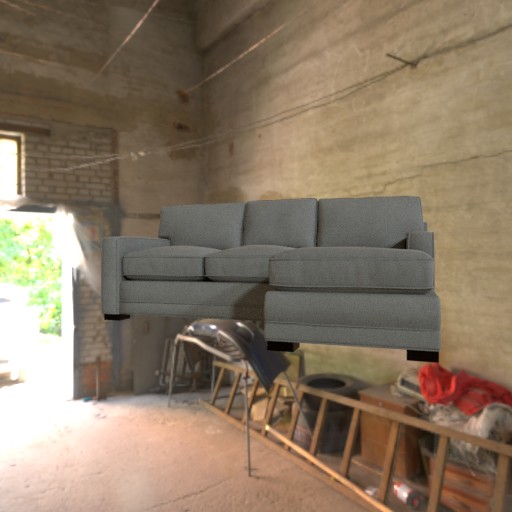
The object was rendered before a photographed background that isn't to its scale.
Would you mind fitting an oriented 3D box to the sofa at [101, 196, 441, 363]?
[{"bbox_3d":[0.000,0.000,2.799,2.087,0.861,1.496,0,0,19],"label":"sofa"}]
